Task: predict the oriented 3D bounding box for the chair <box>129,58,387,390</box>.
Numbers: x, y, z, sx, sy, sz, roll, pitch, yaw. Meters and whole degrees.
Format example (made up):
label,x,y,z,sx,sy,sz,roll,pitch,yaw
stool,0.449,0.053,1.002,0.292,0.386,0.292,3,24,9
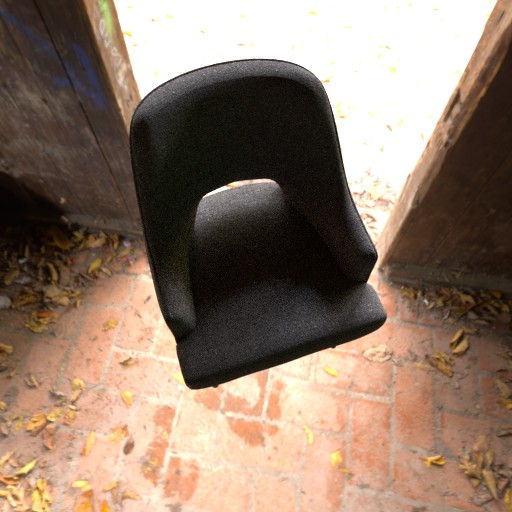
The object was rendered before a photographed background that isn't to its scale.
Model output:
label,x,y,z,sx,sy,sz,roll,pitch,yaw
chair,0.000,0.000,1.309,0.608,0.875,0.629,-16,63,-9
